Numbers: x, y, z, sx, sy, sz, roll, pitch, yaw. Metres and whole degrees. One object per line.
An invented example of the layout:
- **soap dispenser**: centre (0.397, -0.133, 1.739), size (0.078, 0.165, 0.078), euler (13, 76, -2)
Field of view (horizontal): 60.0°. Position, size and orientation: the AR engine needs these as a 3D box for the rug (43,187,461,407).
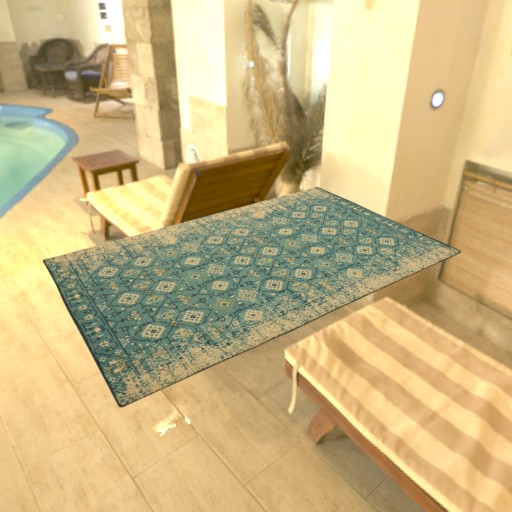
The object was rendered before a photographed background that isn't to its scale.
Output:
- **rug**: centre (0.000, 0.000, 3.032), size (2.449, 0.015, 1.530), euler (-19, 34, -29)
